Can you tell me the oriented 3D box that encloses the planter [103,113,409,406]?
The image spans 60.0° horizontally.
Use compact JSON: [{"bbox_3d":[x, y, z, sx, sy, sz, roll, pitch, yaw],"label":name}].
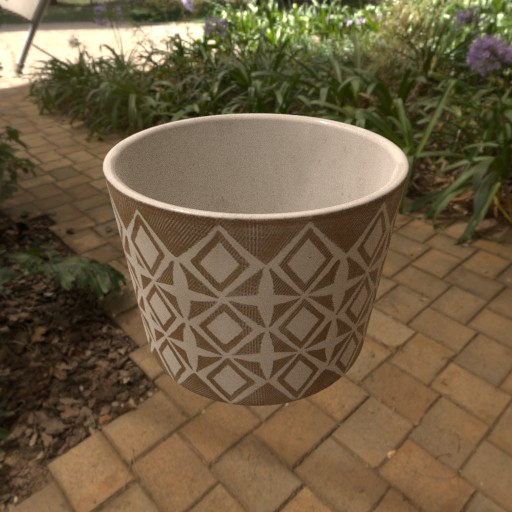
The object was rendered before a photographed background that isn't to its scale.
[{"bbox_3d":[0.000,0.000,0.450,0.260,0.220,0.260,0,32,0],"label":"planter"}]
